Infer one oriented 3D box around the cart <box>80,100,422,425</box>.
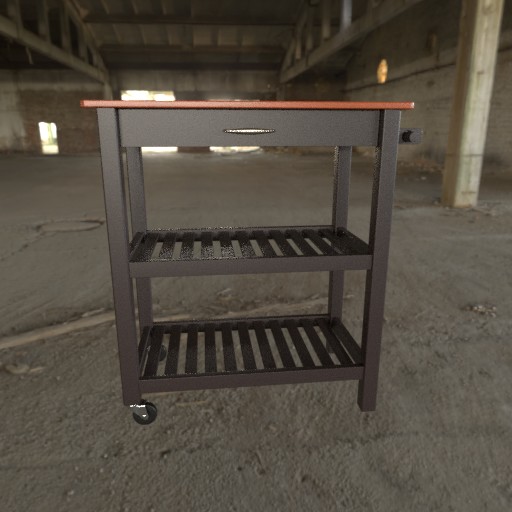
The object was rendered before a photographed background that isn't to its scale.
[{"bbox_3d":[0.000,0.000,1.443,0.899,0.927,0.457,-2,16,-6],"label":"cart"}]
